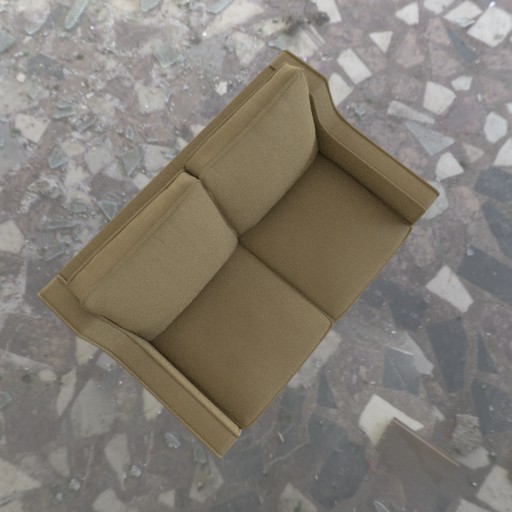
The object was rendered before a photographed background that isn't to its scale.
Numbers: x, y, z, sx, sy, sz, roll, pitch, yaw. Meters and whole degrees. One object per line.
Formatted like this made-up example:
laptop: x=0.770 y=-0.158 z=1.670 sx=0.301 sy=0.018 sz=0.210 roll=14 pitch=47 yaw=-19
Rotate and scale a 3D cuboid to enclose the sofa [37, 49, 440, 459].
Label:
sofa: x=0.000 y=0.000 z=2.114 sx=0.987 sy=0.971 sz=1.501 roll=40 pitch=79 yaw=9
